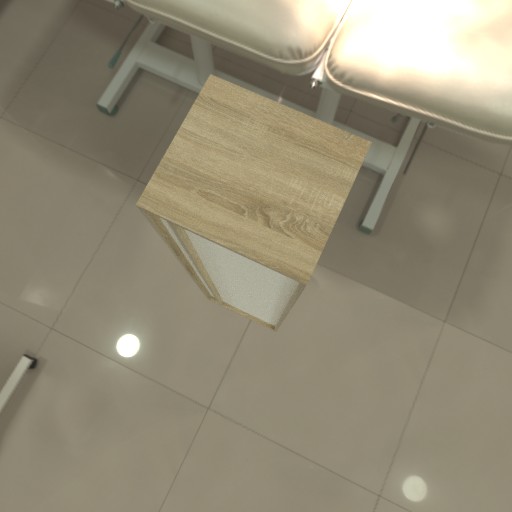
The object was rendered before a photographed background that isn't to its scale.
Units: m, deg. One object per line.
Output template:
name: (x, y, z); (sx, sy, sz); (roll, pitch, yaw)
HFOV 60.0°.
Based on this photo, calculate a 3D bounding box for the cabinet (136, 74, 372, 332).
cabinet: (0.000, 0.000, 2.180); (0.510, 1.960, 0.450); (25, 78, 6)
